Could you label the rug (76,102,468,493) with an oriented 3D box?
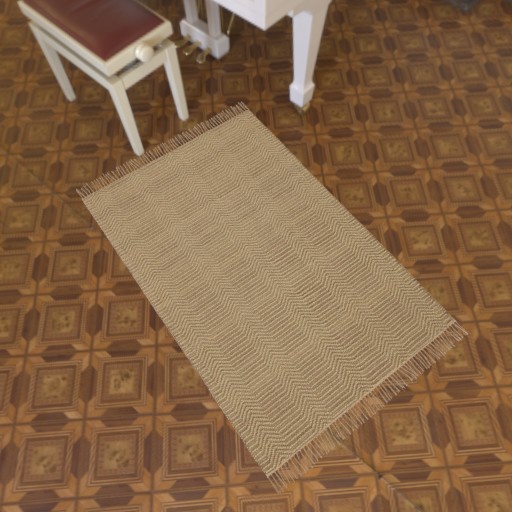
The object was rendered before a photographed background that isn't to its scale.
[{"bbox_3d":[0.000,0.000,3.068,1.528,0.034,2.523,-33,68,-16],"label":"rug"}]
